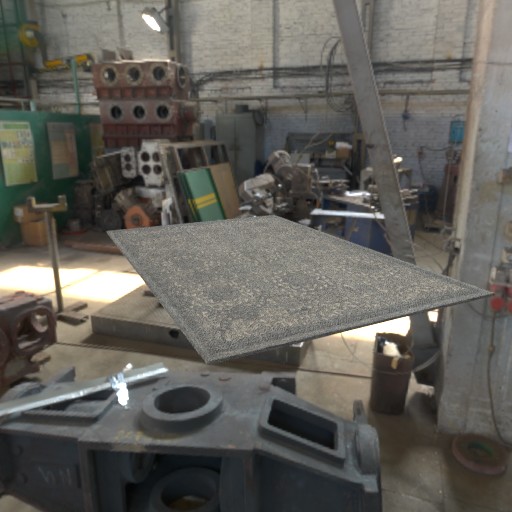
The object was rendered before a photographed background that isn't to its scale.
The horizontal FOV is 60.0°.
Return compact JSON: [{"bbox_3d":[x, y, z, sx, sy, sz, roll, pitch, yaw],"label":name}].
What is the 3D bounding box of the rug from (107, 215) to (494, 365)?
[{"bbox_3d":[0.000,0.000,2.282,1.208,0.012,1.819,-8,18,-25],"label":"rug"}]
